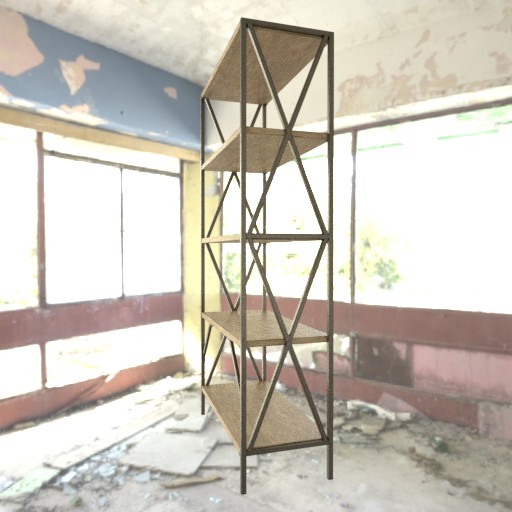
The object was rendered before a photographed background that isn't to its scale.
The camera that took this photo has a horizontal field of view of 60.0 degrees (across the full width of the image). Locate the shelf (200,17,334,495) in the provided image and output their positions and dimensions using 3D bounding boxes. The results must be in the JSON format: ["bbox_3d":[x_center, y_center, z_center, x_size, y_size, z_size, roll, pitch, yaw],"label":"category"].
[{"bbox_3d":[0.000,0.000,2.148,0.386,1.803,0.874,0,1,-17],"label":"shelf"}]
